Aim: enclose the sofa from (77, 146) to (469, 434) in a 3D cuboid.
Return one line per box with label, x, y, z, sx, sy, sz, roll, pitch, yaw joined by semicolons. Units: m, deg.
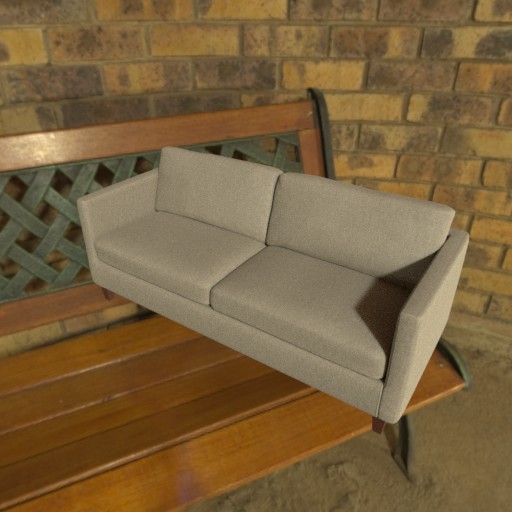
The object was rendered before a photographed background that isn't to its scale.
sofa;0.000;0.000;2.741;2.208;0.963;0.956;19;35;29
